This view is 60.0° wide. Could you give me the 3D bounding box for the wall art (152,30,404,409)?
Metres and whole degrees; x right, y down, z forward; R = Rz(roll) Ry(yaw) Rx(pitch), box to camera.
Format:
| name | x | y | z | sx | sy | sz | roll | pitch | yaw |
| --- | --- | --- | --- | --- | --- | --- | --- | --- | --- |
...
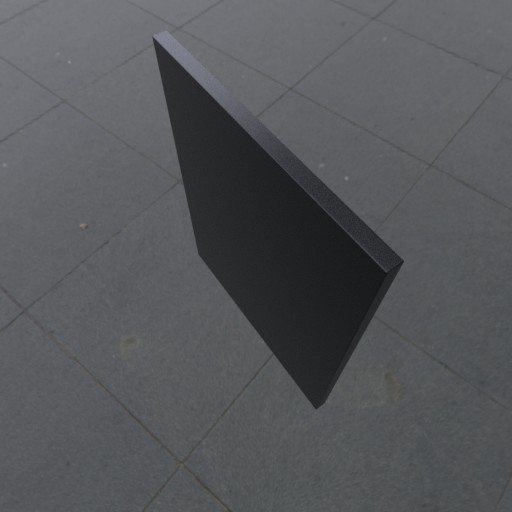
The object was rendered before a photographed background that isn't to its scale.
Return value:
| name | x | y | z | sx | sy | sz | roll | pitch | yaw |
| --- | --- | --- | --- | --- | --- | --- | --- | --- | --- |
| wall art | 0.000 | 0.000 | 1.578 | 0.053 | 1.194 | 0.950 | -31 | 64 | -18 |
